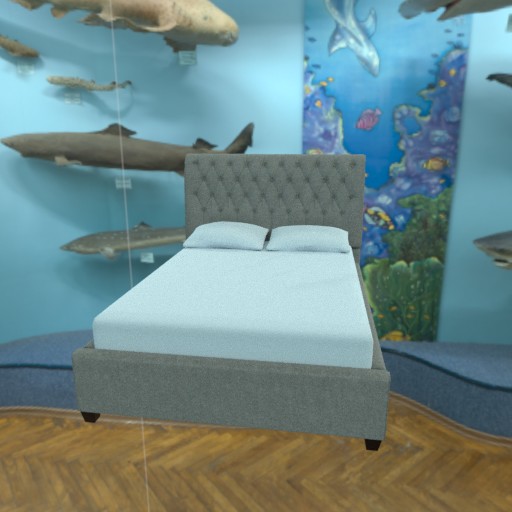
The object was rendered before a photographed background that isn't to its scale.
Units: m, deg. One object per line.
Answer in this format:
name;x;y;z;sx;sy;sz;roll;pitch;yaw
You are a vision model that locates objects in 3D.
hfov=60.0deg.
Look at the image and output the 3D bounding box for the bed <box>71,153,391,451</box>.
bed;0.000;0.000;3.210;1.645;1.371;2.252;2;15;8
